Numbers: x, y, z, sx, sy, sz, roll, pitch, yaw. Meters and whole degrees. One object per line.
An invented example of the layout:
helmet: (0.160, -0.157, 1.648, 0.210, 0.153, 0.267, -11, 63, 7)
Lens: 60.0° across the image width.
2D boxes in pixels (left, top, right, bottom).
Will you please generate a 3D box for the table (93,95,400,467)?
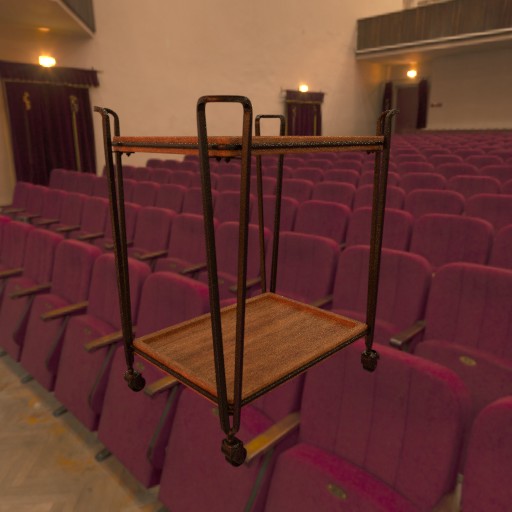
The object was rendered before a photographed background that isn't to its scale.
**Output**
table: (0.000, 0.000, 1.239, 0.505, 0.785, 0.672, 15, 21, 43)
